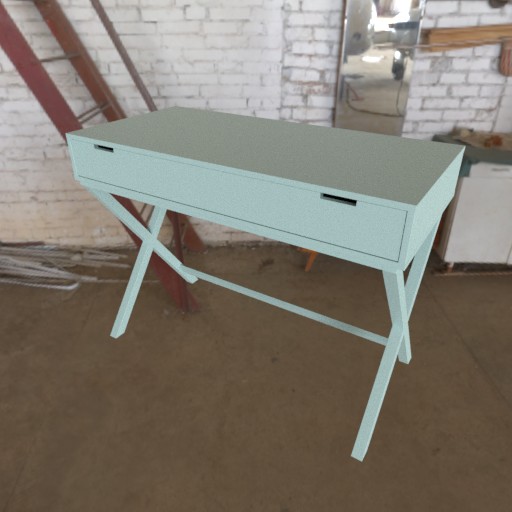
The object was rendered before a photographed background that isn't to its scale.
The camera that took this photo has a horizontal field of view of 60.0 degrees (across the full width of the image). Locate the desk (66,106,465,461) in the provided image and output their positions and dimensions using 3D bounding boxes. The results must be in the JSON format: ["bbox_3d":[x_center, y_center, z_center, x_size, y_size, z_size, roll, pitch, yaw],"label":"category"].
[{"bbox_3d":[0.000,0.000,1.482,1.059,0.780,0.509,17,34,28],"label":"desk"}]
